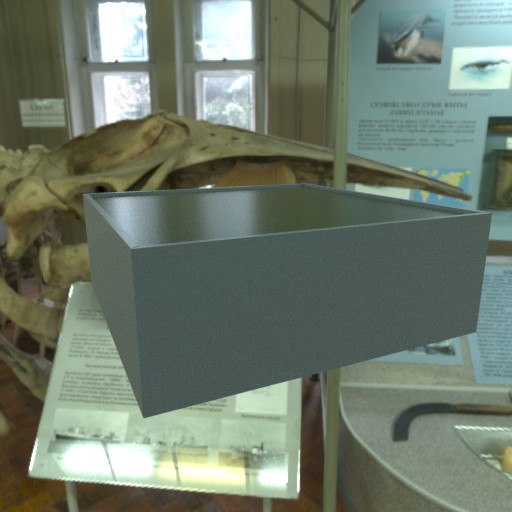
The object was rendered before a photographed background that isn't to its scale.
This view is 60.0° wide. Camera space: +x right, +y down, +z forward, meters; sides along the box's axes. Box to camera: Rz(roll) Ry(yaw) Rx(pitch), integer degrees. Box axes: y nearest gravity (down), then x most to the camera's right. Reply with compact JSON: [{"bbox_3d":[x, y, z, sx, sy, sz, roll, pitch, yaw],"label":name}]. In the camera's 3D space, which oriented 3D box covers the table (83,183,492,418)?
[{"bbox_3d":[0.000,0.000,1.222,0.801,0.299,0.801,-7,16,-25],"label":"table"}]
